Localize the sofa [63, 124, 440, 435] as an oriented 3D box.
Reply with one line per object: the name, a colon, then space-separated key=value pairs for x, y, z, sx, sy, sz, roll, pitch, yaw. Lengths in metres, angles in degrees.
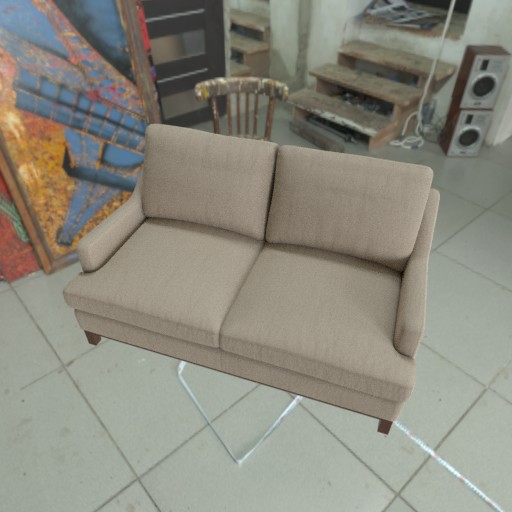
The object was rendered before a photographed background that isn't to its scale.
sofa: x=0.000 y=0.000 z=2.196 sx=1.619 sy=0.910 sz=1.004 roll=13 pitch=42 yaw=15
